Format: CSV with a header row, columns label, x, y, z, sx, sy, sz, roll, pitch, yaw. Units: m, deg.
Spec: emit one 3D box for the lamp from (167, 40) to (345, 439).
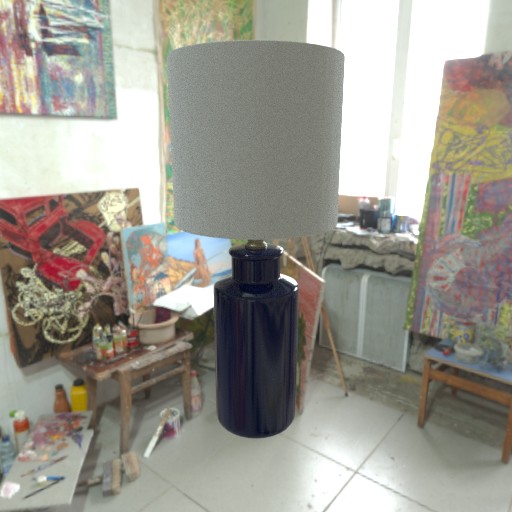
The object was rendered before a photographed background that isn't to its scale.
label,x,y,z,sx,sy,sz,roll,pitch,yaw
lamp,0.000,0.000,0.598,0.212,0.493,0.212,3,15,9
